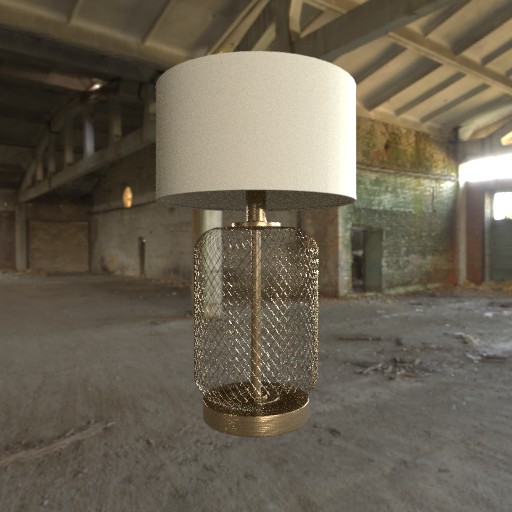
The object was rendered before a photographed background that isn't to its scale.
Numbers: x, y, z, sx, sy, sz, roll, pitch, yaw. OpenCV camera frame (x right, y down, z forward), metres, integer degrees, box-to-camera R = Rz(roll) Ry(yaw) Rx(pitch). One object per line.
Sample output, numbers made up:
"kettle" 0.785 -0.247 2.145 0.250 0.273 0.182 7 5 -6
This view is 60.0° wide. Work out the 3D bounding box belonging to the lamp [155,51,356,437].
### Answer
"lamp" 0.000 0.000 0.800 0.353 0.578 0.353 0 1 0
